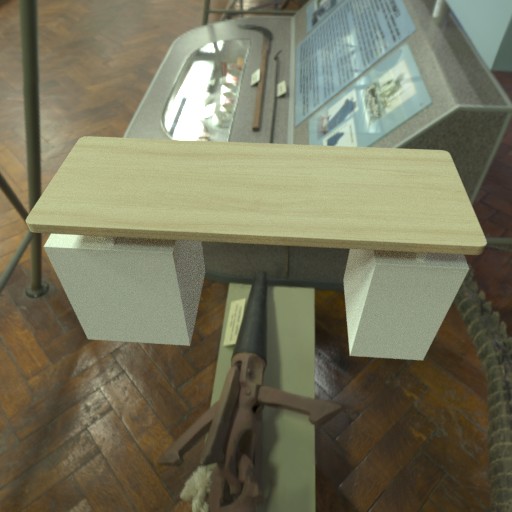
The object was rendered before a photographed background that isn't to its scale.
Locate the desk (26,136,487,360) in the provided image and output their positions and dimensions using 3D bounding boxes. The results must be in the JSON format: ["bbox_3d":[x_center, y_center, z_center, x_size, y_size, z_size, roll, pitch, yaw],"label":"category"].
[{"bbox_3d":[0.000,0.000,1.882,1.500,0.755,0.550,3,46,3],"label":"desk"}]
